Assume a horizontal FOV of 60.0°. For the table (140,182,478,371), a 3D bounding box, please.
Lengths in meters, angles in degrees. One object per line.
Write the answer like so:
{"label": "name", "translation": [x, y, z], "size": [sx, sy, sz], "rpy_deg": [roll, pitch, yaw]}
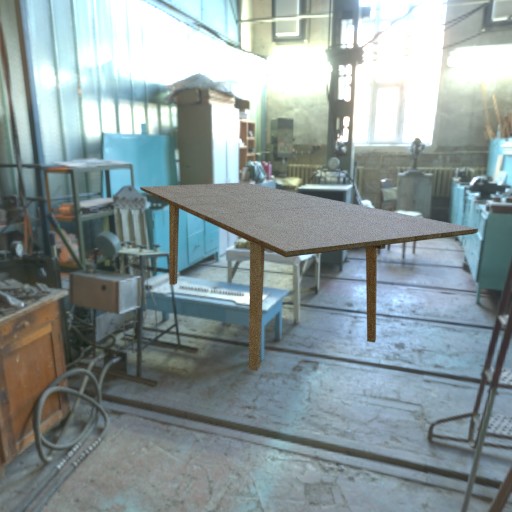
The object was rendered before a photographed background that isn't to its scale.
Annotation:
{"label": "table", "translation": [0.000, 0.000, 3.043], "size": [1.000, 0.752, 2.603], "rpy_deg": [-7, 16, -25]}
